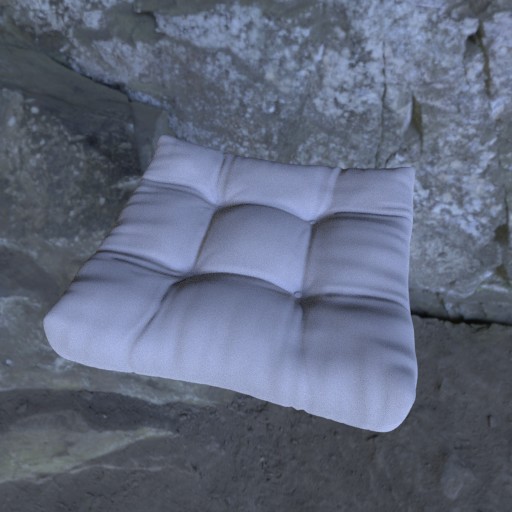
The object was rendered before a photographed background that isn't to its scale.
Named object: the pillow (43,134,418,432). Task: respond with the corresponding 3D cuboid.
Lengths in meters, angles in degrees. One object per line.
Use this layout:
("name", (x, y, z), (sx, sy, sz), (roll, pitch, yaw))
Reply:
("pillow", (0.000, 0.000, 0.711), (0.490, 0.128, 0.468), (10, 48, 9))
